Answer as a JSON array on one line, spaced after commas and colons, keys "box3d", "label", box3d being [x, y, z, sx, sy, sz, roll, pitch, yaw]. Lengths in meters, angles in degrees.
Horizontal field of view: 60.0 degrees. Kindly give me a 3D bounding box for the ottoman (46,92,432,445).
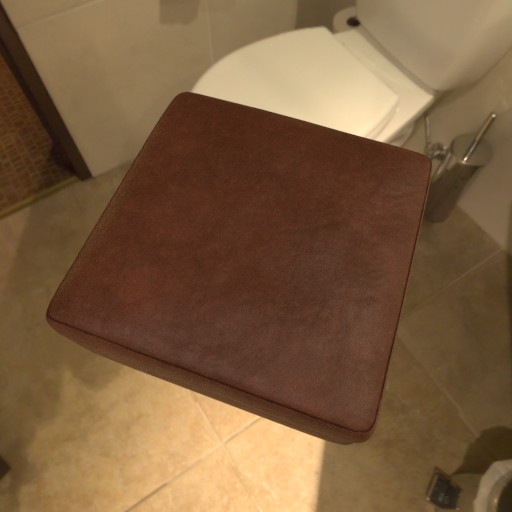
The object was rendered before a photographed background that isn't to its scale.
[{"box3d": [0.000, 0.000, 1.309, 0.836, 0.415, 0.844, 18, 64, 9], "label": "ottoman"}]
